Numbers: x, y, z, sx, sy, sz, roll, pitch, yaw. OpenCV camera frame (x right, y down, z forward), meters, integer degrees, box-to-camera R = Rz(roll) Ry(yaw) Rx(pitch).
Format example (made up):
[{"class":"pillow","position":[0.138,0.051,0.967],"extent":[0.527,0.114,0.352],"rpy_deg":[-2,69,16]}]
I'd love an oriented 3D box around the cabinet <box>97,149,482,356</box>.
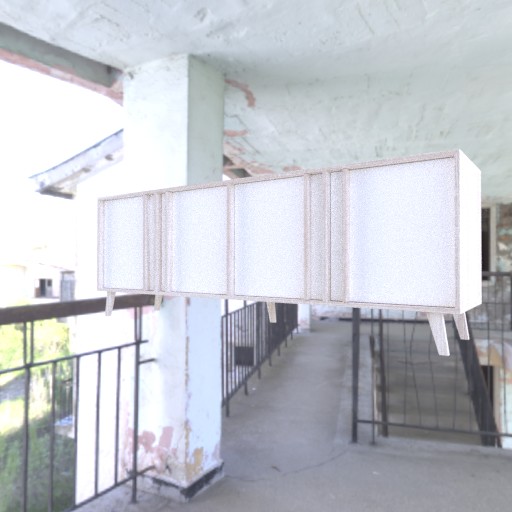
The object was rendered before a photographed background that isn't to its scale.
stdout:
[{"class":"cabinet","position":[0.000,0.000,2.481],"extent":[2.200,0.780,0.500],"rpy_deg":[0,-1,35]}]
